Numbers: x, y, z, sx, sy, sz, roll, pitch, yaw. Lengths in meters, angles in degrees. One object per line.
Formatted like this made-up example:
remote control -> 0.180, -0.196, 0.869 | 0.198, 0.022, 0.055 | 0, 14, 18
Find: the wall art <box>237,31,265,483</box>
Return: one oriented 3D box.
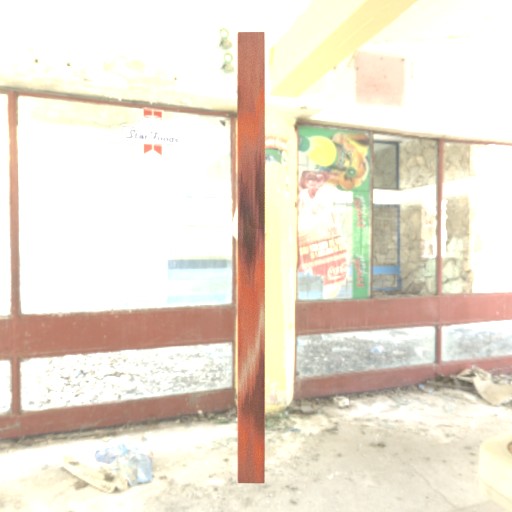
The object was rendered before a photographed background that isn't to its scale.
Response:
wall art -> 0.000, 0.000, 0.897 | 0.037, 0.609, 0.603 | 0, 1, 1
